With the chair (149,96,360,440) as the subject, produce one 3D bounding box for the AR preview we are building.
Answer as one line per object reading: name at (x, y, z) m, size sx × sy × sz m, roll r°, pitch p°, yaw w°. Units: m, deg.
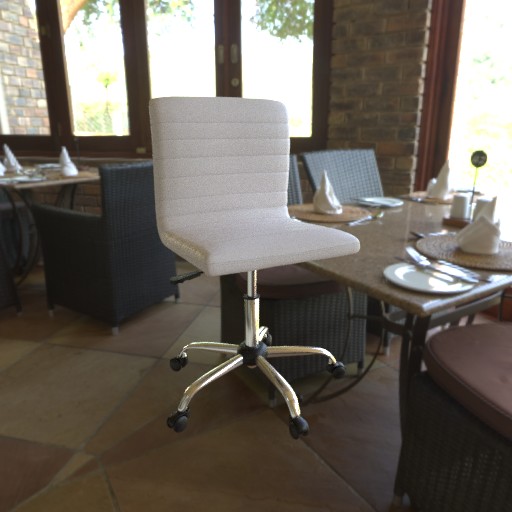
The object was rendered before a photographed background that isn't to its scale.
chair at (0.000, 0.000, 1.081) m, size 0.520 × 0.750 × 0.455 m, roll -8°, pitch 18°, yaw -27°
